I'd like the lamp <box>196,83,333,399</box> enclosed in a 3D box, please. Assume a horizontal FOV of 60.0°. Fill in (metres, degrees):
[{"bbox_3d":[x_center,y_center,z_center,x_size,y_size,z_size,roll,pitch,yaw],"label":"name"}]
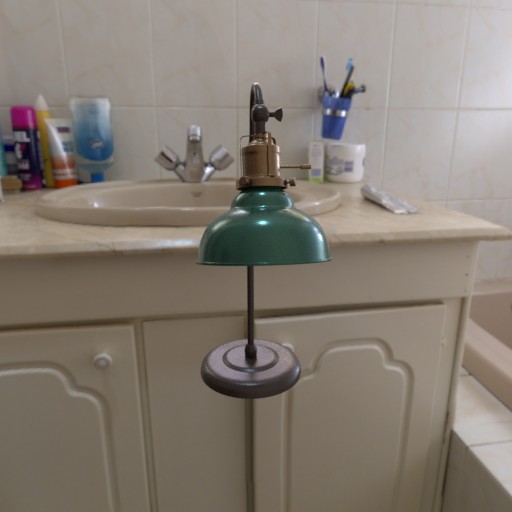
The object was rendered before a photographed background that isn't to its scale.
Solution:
[{"bbox_3d":[0.000,0.000,0.695,0.192,0.508,0.374,-2,16,-6],"label":"lamp"}]
